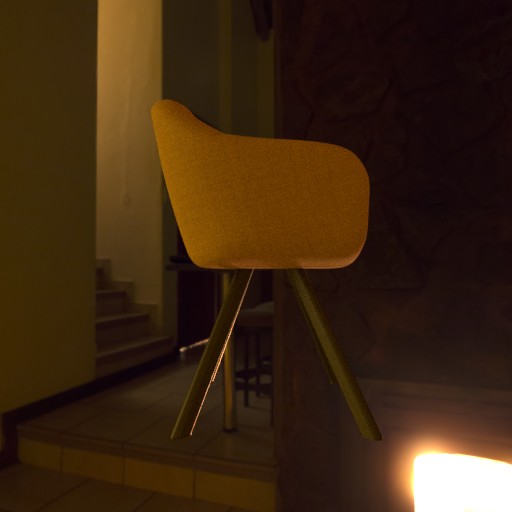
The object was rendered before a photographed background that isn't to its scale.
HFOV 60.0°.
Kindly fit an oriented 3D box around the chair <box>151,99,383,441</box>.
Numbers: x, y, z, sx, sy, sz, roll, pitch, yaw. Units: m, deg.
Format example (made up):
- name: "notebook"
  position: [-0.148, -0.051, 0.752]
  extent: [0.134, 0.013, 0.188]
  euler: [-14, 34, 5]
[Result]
- name: "chair"
  position: [0.000, 0.000, 1.198]
  extent: [0.550, 0.795, 0.590]
  euler: [0, -1, 1]
